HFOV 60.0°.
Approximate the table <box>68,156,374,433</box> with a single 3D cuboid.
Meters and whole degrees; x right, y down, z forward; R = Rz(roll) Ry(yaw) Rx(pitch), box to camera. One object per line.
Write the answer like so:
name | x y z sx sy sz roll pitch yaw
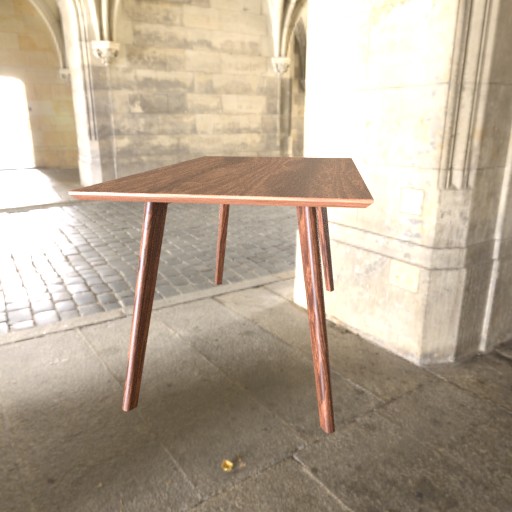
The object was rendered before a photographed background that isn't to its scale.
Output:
table | 0.000 0.000 1.872 0.801 0.724 1.349 3 17 9
